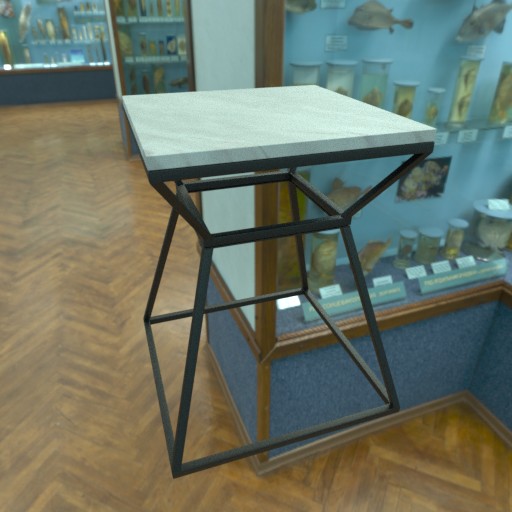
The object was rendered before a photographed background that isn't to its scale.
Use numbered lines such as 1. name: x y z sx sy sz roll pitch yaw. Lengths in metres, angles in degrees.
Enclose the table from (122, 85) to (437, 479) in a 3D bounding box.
1. table: 0.000 0.000 0.875 0.455 0.559 0.455 -9 31 -16
